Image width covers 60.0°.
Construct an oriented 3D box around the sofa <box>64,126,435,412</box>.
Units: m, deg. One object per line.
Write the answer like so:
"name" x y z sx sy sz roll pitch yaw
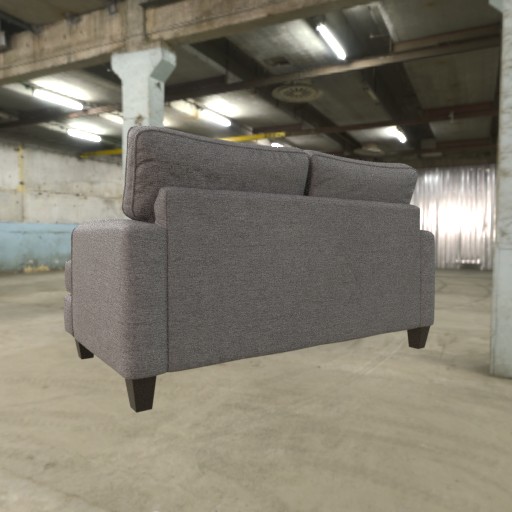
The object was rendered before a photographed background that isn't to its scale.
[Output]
"sofa" 0.000 0.000 2.216 1.651 0.965 0.965 -1 2 -35
